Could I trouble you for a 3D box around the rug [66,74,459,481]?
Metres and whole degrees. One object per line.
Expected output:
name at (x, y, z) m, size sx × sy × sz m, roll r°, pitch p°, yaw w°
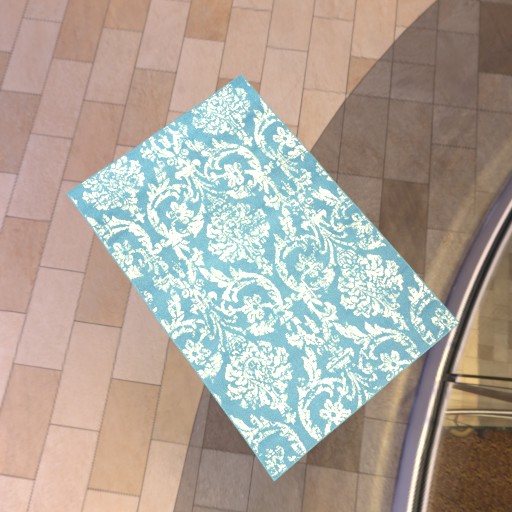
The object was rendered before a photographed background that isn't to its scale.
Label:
rug at (0.000, 0.000, 2.344) m, size 1.211 × 0.012 × 1.833 m, roll -37°, pitch 79°, yaw -8°
